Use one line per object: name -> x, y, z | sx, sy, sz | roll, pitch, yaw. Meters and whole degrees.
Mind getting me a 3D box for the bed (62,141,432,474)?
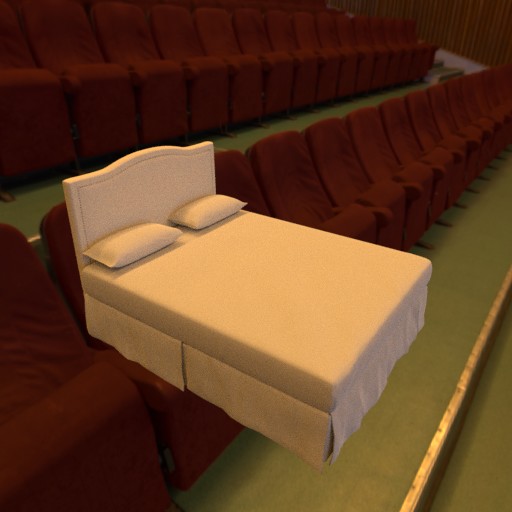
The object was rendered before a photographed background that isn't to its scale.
bed -> 0.000, 0.000, 3.657 | 2.477, 1.437, 1.977 | 18, 32, 31
